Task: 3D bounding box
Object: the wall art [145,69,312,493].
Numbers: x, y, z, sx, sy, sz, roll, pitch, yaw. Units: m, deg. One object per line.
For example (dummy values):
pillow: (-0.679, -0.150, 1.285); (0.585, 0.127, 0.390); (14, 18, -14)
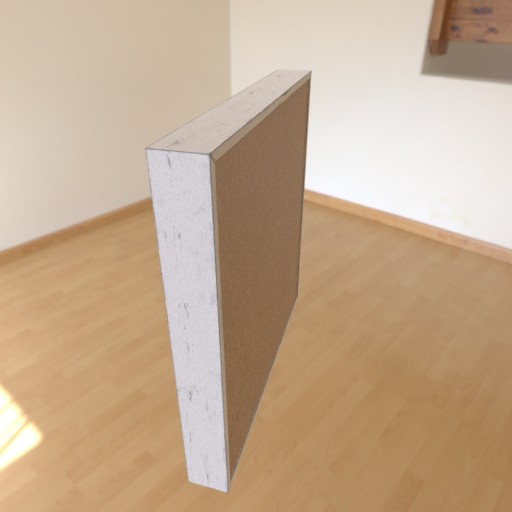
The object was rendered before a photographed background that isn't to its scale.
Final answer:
wall art: (0.000, 0.000, 0.442); (0.038, 0.305, 0.305); (8, 32, 14)
